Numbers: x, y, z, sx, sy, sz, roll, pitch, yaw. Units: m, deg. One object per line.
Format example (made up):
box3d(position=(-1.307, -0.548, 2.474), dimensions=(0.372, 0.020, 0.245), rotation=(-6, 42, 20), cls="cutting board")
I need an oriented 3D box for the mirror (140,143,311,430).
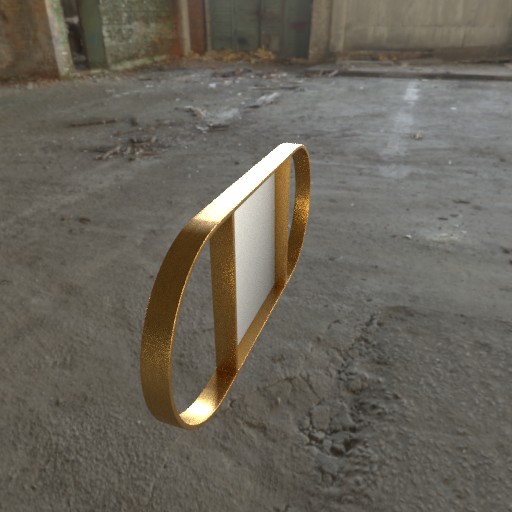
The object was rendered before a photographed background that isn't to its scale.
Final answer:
box3d(position=(0.000, 0.000, 0.670), dimensions=(0.032, 0.254, 0.584), rotation=(10, 30, 17), cls="mirror")
